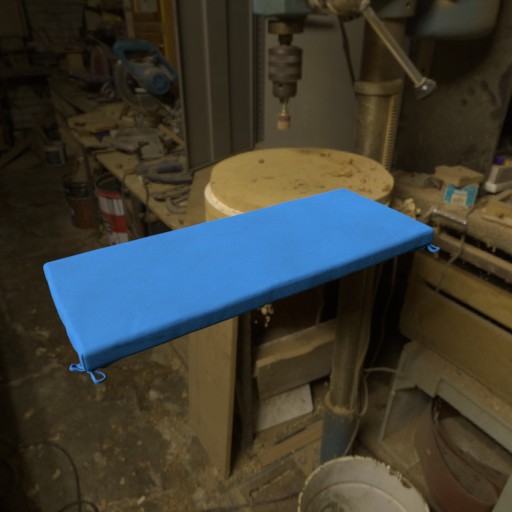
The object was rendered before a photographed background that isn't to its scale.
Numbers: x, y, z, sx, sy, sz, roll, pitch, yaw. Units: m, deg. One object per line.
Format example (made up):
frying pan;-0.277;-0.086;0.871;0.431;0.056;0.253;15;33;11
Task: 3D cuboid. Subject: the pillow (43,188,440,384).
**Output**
pillow;0.000;0.000;1.367;1.187;0.081;0.492;-17;34;-27
